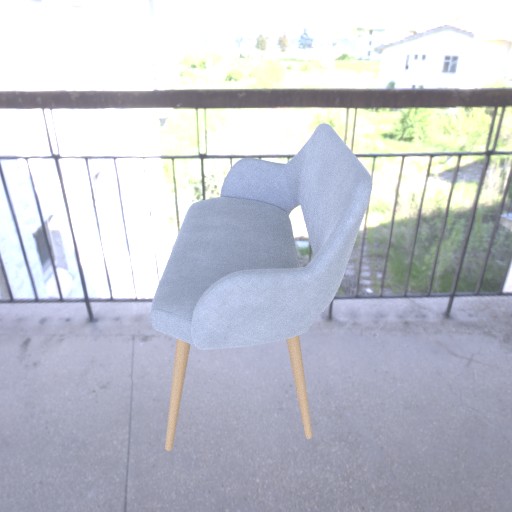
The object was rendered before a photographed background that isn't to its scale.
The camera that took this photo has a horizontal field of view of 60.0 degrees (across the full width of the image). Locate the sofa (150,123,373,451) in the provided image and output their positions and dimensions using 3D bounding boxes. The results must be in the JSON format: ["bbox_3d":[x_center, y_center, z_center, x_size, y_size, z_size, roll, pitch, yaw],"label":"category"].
[{"bbox_3d":[0.000,0.000,1.650,0.610,0.840,1.150,0,26,0],"label":"sofa"}]
